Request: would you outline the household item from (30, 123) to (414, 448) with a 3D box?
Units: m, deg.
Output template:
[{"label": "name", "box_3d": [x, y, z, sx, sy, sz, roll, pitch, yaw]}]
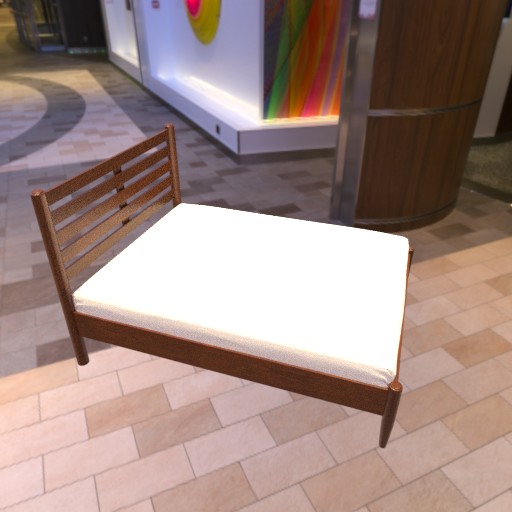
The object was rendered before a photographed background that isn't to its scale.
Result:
[{"label": "household item", "box_3d": [0.000, 0.000, 3.265, 2.232, 1.356, 1.663, 10, 32, 16]}]
